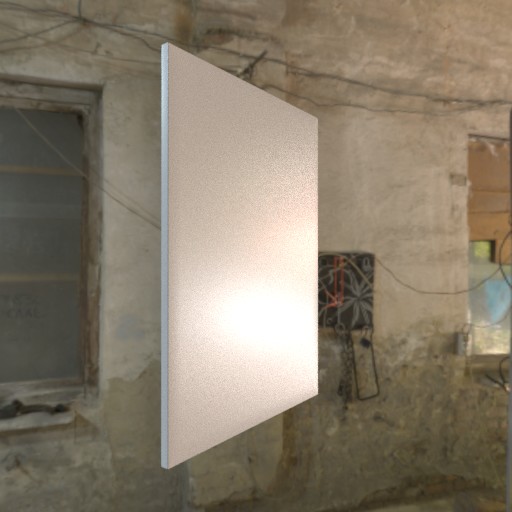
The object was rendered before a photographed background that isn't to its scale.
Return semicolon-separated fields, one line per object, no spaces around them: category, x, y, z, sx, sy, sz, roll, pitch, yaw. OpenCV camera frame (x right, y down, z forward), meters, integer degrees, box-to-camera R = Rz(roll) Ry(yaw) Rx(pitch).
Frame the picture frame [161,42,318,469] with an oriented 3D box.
picture frame;0.000;0.000;0.707;0.012;0.534;0.381;0;0;37
